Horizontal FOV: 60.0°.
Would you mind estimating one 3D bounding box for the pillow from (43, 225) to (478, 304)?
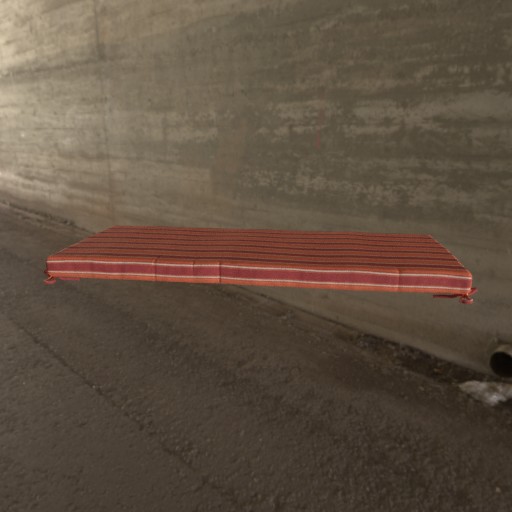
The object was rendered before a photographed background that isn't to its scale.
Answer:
[{"bbox_3d":[0.000,0.000,1.369,1.187,0.081,0.492,2,16,7],"label":"pillow"}]
